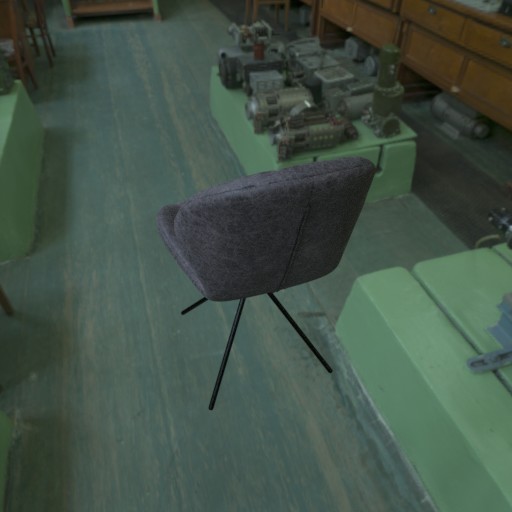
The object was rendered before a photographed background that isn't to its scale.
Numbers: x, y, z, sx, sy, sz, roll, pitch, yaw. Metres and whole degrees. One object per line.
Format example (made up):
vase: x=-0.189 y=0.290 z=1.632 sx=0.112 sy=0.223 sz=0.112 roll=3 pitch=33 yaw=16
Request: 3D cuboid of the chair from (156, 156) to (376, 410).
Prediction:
chair: x=0.000 y=0.000 z=1.324 sx=0.527 sy=0.934 sz=0.640 roll=-13 pitch=43 yaw=-14
